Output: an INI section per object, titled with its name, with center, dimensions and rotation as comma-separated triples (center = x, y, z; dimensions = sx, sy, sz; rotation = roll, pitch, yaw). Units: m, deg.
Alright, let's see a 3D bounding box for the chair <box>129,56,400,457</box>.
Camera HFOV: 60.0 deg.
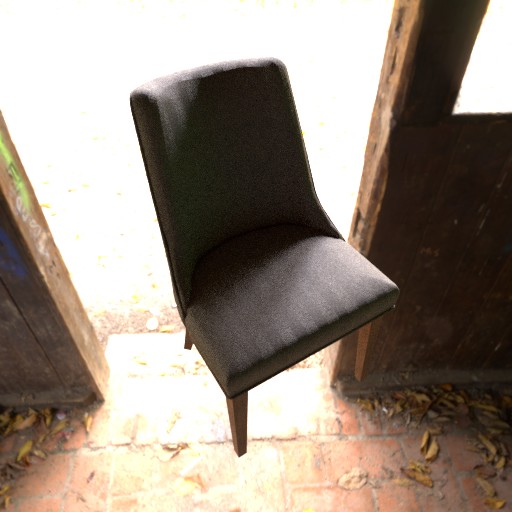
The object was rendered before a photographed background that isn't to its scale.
[chair]
center = 0.000, 0.000, 1.286
dimensions = 0.548, 0.916, 0.636
rotation = -23, 49, -22
